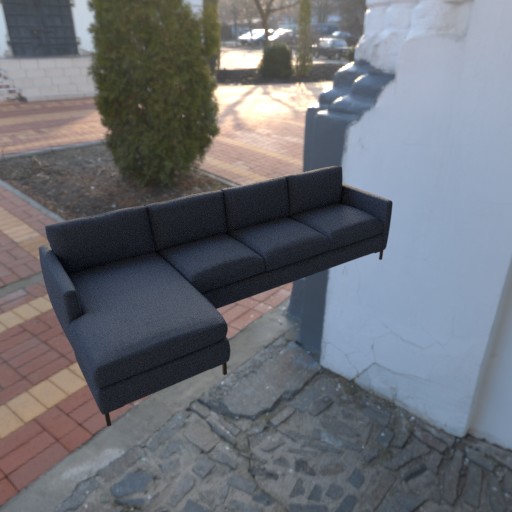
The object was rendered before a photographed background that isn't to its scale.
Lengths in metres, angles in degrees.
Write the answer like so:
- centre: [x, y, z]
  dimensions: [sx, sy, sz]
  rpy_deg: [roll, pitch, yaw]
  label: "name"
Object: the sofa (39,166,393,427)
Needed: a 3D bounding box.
- centre: [0.000, 0.000, 2.908]
  dimensions: [2.445, 0.673, 1.125]
  rpy_deg: [-17, 31, -30]
  label: "sofa"
